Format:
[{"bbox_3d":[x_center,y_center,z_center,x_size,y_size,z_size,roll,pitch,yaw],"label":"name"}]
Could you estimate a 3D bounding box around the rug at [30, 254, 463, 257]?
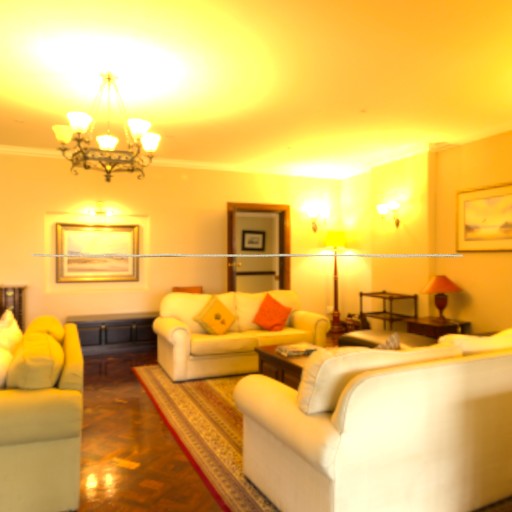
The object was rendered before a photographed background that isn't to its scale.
[{"bbox_3d":[0.000,0.000,3.081,2.444,0.023,1.531,0,0,18],"label":"rug"}]
